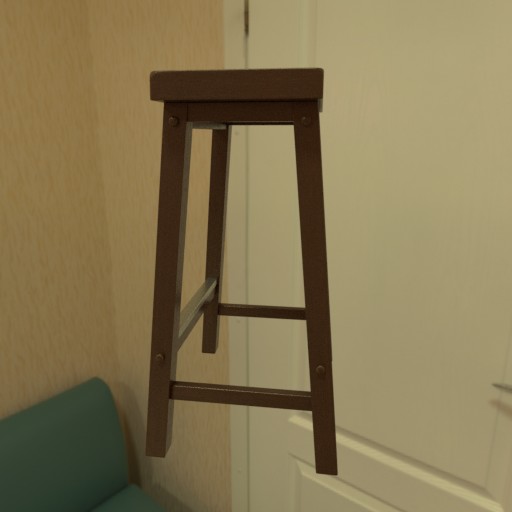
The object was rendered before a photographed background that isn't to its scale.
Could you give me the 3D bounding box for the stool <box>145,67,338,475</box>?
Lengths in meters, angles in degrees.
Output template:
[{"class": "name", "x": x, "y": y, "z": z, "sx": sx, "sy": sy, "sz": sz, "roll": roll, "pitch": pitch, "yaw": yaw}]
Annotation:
[{"class": "stool", "x": 0.000, "y": 0.000, "z": 0.843, "sx": 0.322, "sy": 0.610, "sz": 0.406, "roll": 2, "pitch": 16, "yaw": 8}]
